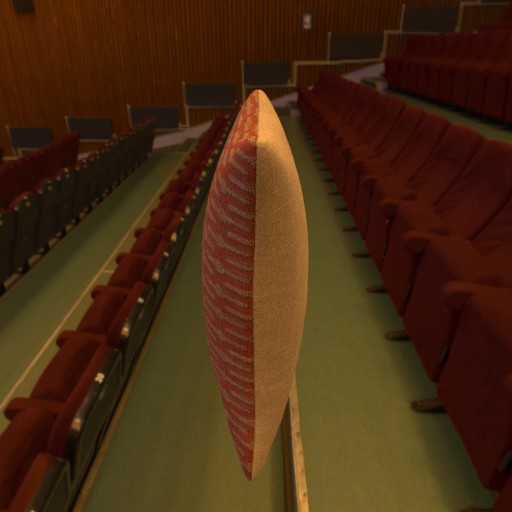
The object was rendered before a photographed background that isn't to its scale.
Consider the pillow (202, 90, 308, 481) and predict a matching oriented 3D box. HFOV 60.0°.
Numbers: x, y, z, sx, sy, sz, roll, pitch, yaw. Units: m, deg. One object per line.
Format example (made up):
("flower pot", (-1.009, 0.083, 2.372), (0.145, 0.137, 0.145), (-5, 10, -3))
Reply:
("pillow", (0.000, 0.000, 0.779), (0.182, 0.503, 0.511), (0, 26, 0))
